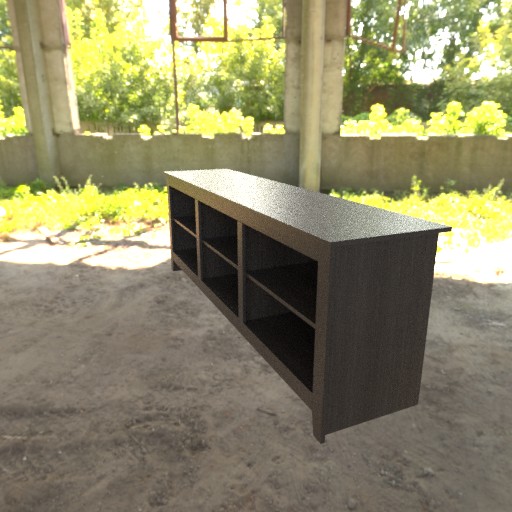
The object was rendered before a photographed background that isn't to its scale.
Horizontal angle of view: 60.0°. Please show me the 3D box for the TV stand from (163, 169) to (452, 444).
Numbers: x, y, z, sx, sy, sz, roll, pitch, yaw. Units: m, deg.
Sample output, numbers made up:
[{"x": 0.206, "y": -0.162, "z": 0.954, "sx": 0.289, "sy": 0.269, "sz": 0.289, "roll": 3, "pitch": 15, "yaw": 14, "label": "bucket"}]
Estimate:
[{"x": 0.000, "y": 0.000, "z": 2.028, "sx": 0.406, "sy": 0.610, "sz": 1.778, "roll": -7, "pitch": 18, "yaw": -23, "label": "TV stand"}]
